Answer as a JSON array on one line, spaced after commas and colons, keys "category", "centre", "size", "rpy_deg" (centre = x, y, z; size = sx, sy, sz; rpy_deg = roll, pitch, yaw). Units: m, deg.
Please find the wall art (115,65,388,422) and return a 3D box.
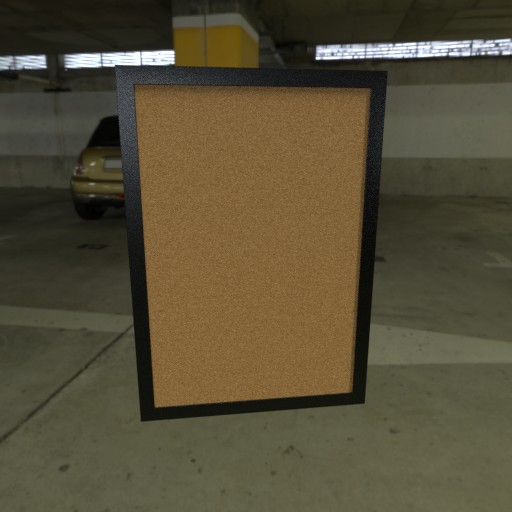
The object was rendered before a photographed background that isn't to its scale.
[{"category": "wall art", "centre": [0.000, 0.000, 0.549], "size": [0.304, 0.432, 0.013], "rpy_deg": [-2, 15, -8]}]
